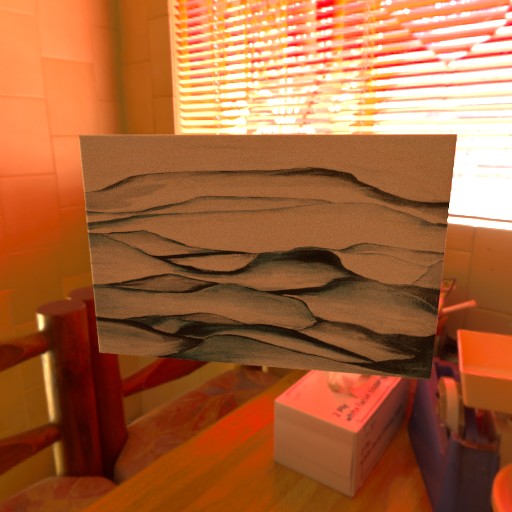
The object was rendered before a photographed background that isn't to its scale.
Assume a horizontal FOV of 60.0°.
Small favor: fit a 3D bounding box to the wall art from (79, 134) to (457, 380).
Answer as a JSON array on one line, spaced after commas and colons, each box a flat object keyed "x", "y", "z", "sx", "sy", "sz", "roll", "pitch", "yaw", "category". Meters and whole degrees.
[{"x": 0.000, "y": 0.000, "z": 1.151, "sx": 0.914, "sy": 0.609, "sz": 0.039, "roll": 2, "pitch": 15, "yaw": 9, "category": "wall art"}]
